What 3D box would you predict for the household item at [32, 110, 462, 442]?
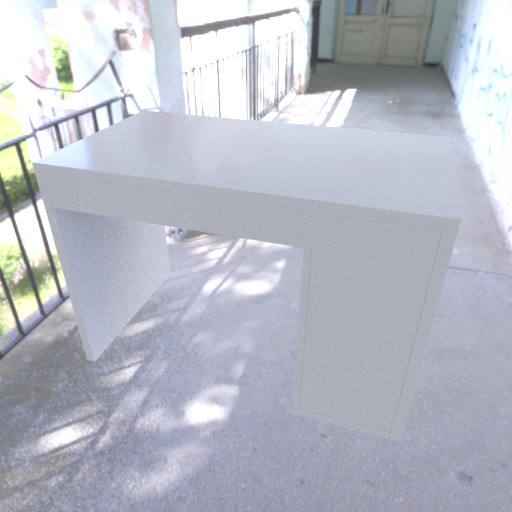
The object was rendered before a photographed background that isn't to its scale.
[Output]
[{"bbox_3d":[0.000,0.000,1.512,1.100,0.749,0.597,10,33,15],"label":"household item"}]
